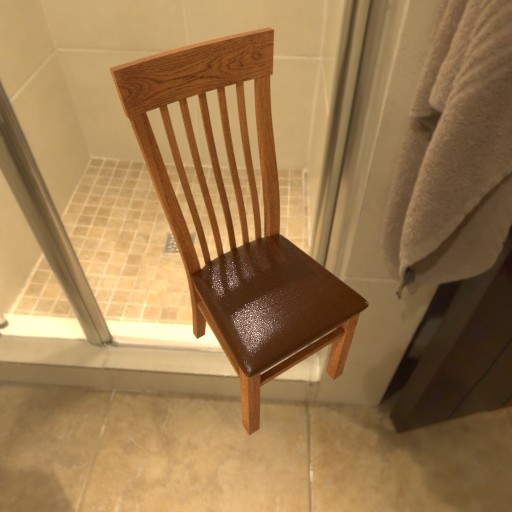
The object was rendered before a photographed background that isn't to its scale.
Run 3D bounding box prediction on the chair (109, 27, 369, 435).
[{"bbox_3d":[0.000,0.000,1.337,0.450,1.050,0.580,-26,52,-22],"label":"chair"}]
